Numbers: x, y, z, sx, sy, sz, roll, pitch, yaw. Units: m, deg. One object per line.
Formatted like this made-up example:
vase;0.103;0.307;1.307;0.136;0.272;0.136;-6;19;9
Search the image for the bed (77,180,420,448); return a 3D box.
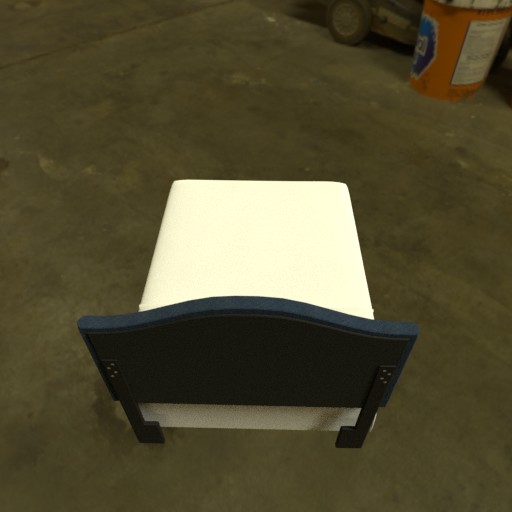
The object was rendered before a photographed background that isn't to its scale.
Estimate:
bed;0.000;0.000;3.240;1.713;1.518;2.153;1;46;1
